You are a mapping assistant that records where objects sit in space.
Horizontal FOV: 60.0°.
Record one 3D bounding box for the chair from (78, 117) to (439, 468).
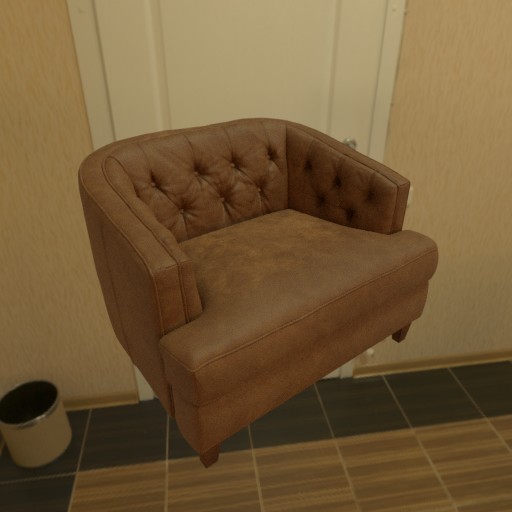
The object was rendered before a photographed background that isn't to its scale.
[{"bbox_3d":[0.000,0.000,1.713,1.119,0.836,0.911,-21,36,-32],"label":"chair"}]
